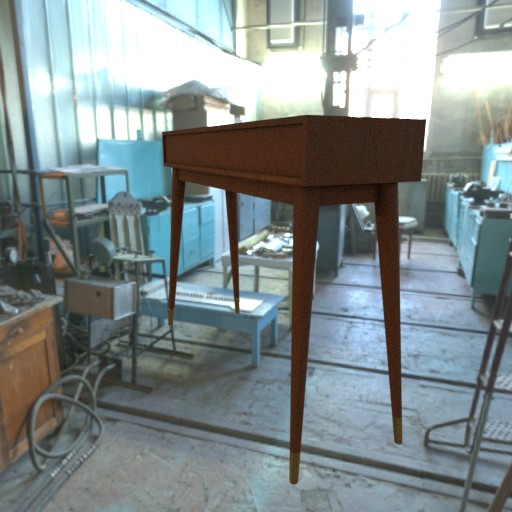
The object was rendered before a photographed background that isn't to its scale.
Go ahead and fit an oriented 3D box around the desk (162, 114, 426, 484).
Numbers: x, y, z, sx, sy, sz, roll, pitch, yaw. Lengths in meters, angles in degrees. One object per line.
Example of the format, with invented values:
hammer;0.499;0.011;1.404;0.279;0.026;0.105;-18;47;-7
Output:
desk;0.000;0.000;1.643;0.384;0.917;1.204;-7;15;-25
